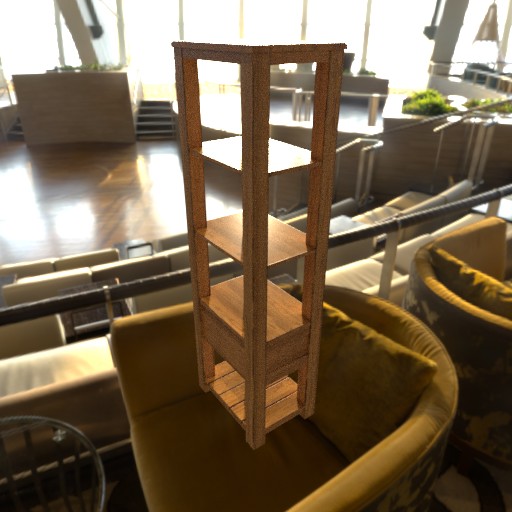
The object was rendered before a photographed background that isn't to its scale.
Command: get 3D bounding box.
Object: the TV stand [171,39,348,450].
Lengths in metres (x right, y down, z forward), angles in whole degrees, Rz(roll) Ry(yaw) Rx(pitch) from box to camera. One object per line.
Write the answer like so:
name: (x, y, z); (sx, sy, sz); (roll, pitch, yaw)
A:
TV stand: (0.000, 0.000, 2.097); (0.435, 1.828, 0.565); (-18, 33, -31)
